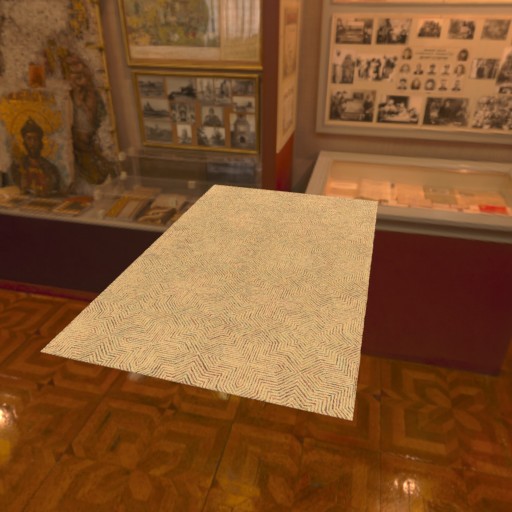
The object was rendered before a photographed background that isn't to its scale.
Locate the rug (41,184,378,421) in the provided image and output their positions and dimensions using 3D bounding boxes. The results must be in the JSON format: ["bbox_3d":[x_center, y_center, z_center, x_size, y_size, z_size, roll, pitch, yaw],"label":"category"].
[{"bbox_3d":[0.000,0.000,3.017,1.519,0.007,2.428,8,30,14],"label":"rug"}]
